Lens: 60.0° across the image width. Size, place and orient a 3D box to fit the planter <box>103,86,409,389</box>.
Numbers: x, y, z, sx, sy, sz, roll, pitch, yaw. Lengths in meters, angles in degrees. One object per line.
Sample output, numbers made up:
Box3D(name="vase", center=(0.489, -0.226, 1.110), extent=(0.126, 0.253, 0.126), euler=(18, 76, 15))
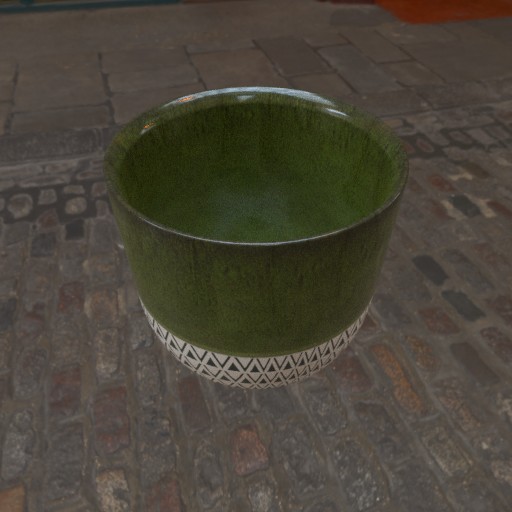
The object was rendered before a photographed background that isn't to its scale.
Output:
Box3D(name="planter", center=(0.000, 0.000, 0.487), extent=(0.266, 0.270, 0.266), euler=(0, 43, 0))
